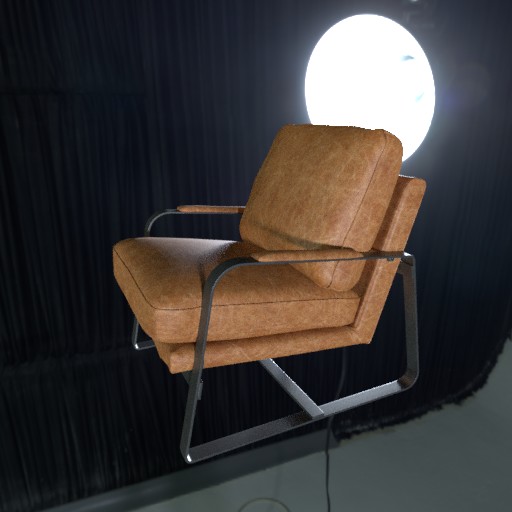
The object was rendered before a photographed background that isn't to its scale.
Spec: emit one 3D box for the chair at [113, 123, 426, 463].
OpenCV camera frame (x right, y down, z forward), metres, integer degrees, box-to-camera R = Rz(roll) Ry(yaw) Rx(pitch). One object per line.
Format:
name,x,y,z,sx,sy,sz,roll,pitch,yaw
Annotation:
chair,0.000,0.000,1.371,0.801,0.777,0.651,-8,20,-25
